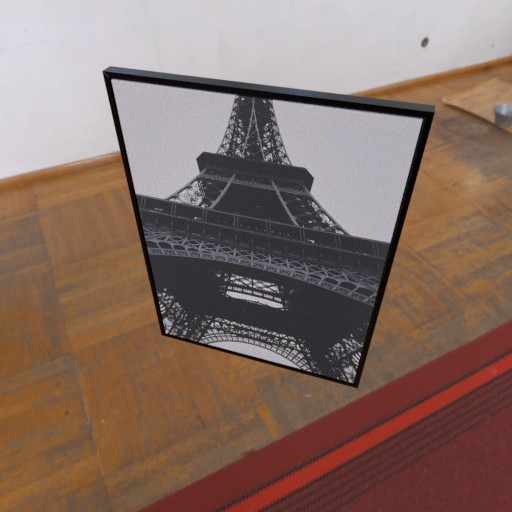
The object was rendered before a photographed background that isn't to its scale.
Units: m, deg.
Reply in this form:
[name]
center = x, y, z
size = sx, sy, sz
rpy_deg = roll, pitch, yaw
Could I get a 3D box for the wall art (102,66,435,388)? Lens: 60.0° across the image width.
[wall art]
center = 0.000, 0.000, 1.393
size = 0.805, 1.062, 0.040
rpy_deg = 12, 43, 13
